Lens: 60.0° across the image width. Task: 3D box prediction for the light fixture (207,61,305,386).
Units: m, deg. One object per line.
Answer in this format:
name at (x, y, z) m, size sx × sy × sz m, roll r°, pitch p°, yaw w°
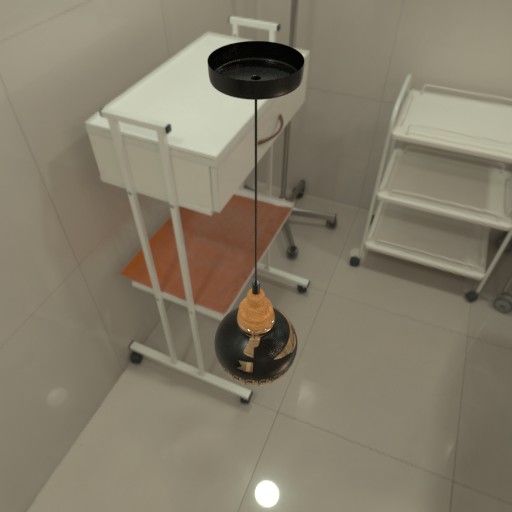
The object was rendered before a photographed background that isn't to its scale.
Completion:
light fixture at (0.000, 0.000, 1.836) m, size 0.430 × 1.606 × 0.430 m, roll 17°, pitch 48°, yaw 15°
